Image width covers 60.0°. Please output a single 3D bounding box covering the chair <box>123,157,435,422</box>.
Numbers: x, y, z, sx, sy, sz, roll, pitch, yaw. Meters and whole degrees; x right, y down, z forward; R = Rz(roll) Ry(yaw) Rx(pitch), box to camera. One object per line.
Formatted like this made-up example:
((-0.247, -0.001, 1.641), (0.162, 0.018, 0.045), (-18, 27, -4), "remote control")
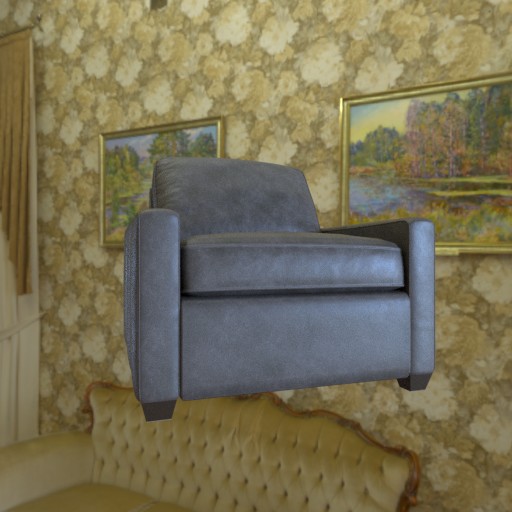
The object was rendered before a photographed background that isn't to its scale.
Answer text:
((0.000, 0.000, 1.781), (1.006, 0.916, 0.939), (0, 0, -19), "chair")
